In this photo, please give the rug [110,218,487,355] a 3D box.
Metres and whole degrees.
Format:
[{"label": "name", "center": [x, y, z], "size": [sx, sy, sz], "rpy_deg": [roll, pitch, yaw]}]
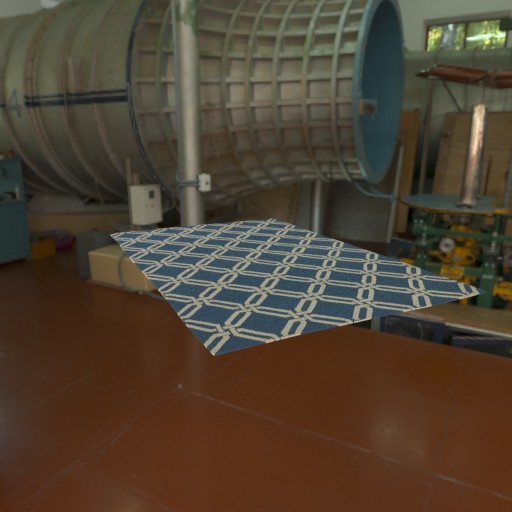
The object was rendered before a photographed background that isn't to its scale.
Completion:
[{"label": "rug", "center": [0.000, 0.000, 2.226], "size": [1.153, 0.010, 1.755], "rpy_deg": [-8, 17, -26]}]
